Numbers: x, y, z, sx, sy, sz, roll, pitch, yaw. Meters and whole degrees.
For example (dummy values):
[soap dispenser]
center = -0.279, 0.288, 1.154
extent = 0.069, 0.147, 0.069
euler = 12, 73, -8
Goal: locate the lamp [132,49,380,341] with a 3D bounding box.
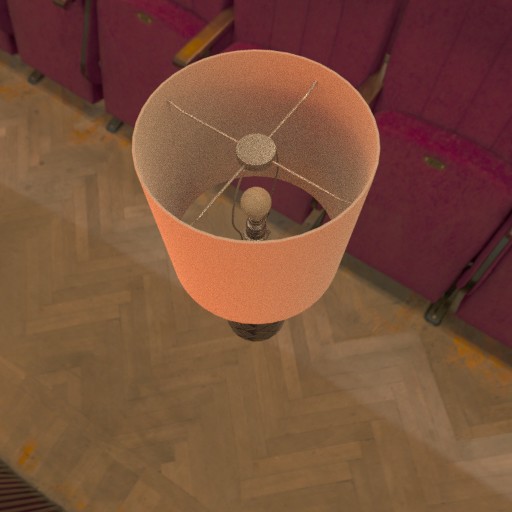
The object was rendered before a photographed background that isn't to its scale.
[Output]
[lamp]
center = 0.000, 0.000, 0.577
extent = 0.207, 0.461, 0.207
euler = 32, 68, 15
